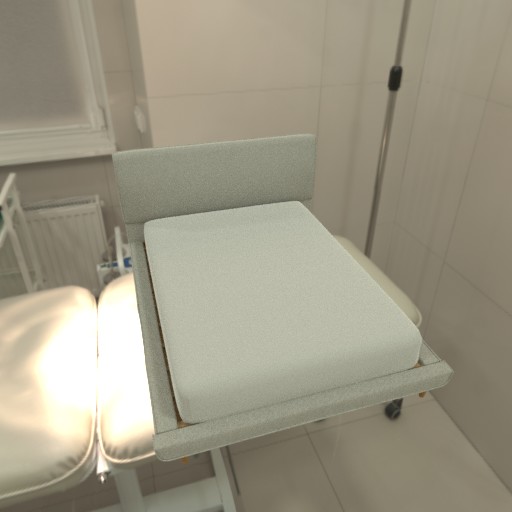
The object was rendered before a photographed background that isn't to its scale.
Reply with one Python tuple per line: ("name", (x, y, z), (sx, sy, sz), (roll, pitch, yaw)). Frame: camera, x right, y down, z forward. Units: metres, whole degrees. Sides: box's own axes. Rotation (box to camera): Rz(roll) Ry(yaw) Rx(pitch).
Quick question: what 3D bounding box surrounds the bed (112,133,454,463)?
("bed", (0.000, 0.000, 3.307), (1.840, 1.067, 2.368), (-9, 33, -15))
